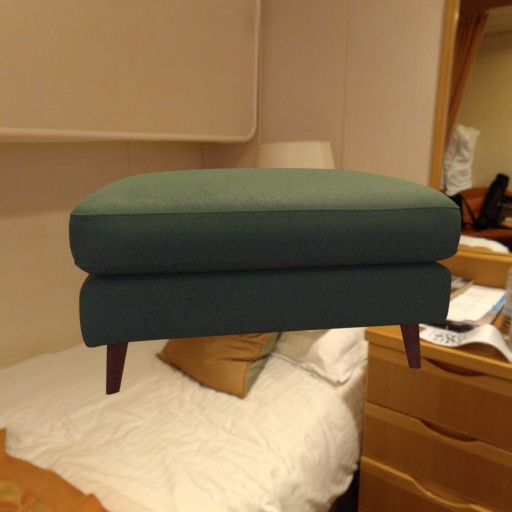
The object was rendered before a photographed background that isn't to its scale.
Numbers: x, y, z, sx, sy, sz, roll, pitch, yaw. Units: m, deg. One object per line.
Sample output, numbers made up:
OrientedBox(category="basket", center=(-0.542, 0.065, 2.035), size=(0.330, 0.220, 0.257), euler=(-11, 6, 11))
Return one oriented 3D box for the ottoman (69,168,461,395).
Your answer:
OrientedBox(category="ottoman", center=(0.000, 0.000, 1.167), size=(0.811, 0.449, 0.608), euler=(-2, 14, -9))
